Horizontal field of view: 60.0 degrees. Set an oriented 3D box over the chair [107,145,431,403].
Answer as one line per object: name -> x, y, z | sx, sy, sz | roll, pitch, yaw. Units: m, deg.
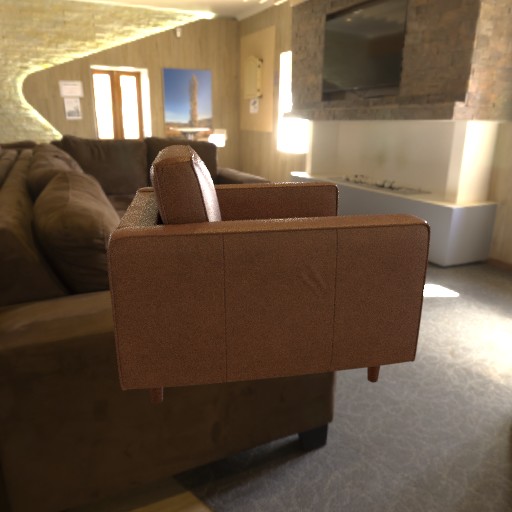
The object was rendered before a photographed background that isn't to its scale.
chair -> 0.000, 0.000, 1.614 | 0.900, 0.770, 0.920 | -3, 17, -9
